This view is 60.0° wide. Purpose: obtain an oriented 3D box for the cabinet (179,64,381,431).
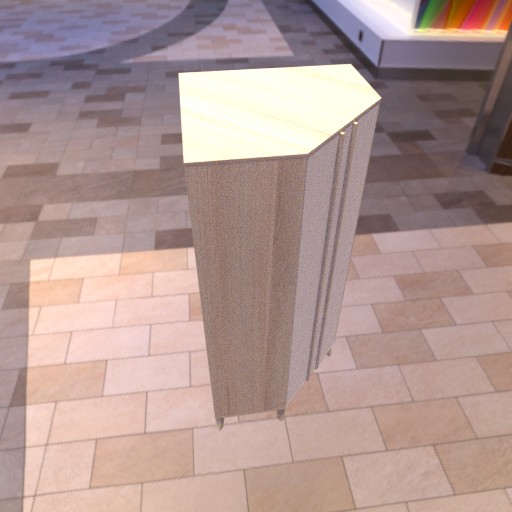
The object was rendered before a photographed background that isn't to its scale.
[{"bbox_3d":[0.000,0.000,2.671,0.969,1.957,1.272,26,48,26],"label":"cabinet"}]
